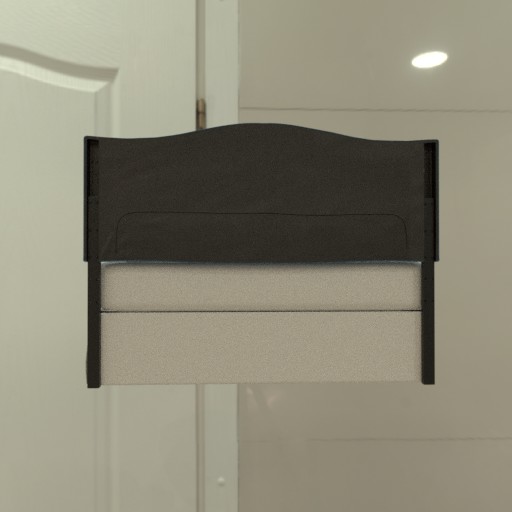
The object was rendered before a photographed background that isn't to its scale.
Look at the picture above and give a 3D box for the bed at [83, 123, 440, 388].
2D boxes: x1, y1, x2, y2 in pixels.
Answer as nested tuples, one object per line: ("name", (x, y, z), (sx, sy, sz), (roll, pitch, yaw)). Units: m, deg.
("bed", (0.000, 0.000, 2.880), (1.610, 1.169, 1.872), (0, 0, -2))
